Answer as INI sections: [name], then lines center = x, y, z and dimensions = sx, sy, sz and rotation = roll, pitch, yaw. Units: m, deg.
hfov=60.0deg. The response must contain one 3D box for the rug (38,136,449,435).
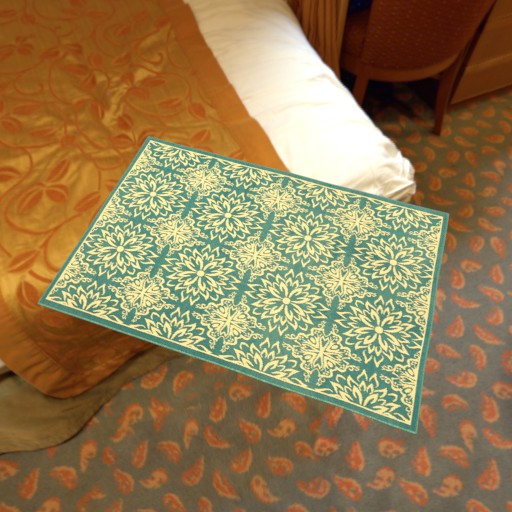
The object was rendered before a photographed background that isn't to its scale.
[rug]
center = 0.000, 0.000, 3.471
dimensions = 2.769, 0.018, 1.830
rotation = 16, 60, 10
